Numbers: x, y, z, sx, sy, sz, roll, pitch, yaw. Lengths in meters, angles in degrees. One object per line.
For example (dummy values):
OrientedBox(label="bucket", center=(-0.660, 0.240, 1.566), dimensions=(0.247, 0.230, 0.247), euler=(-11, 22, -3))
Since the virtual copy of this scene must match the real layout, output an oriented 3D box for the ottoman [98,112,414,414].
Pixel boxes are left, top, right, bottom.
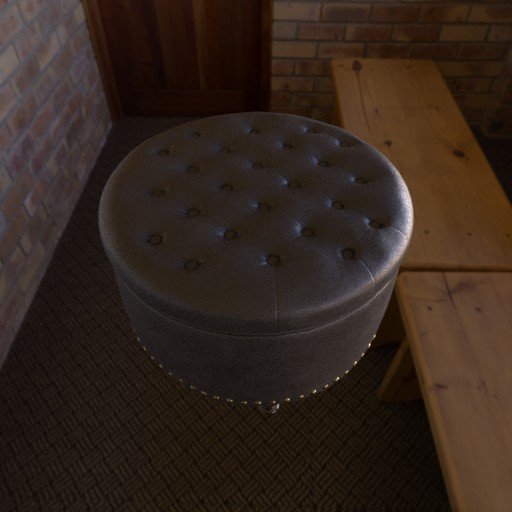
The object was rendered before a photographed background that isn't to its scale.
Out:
OrientedBox(label="ottoman", center=(0.000, 0.000, 1.052), dimensions=(0.637, 0.442, 0.637), euler=(0, 46, 0))
